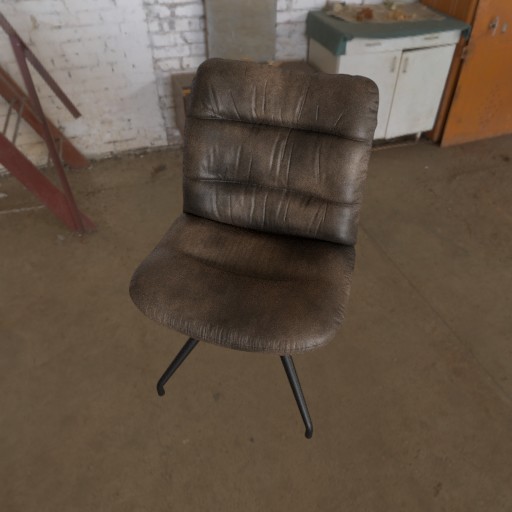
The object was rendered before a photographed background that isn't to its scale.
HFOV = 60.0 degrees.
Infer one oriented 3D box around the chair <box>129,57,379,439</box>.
[{"bbox_3d":[0.000,0.000,1.252,0.549,0.870,0.622,11,43,12],"label":"chair"}]
